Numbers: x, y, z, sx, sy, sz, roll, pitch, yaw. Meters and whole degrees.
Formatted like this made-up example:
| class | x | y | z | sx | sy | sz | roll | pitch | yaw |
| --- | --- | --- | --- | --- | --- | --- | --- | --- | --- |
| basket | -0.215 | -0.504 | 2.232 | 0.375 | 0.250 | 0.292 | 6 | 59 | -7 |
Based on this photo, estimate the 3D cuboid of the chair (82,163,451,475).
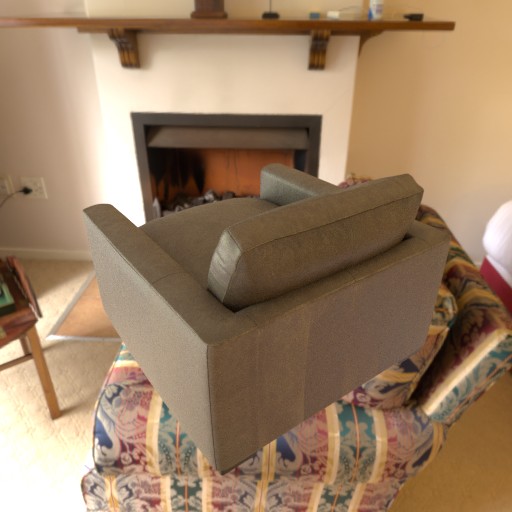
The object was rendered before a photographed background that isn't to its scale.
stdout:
| class | x | y | z | sx | sy | sz | roll | pitch | yaw |
| --- | --- | --- | --- | --- | --- | --- | --- | --- | --- |
| chair | 0.000 | 0.000 | 1.837 | 1.106 | 0.807 | 1.080 | -20 | 35 | -30 |
